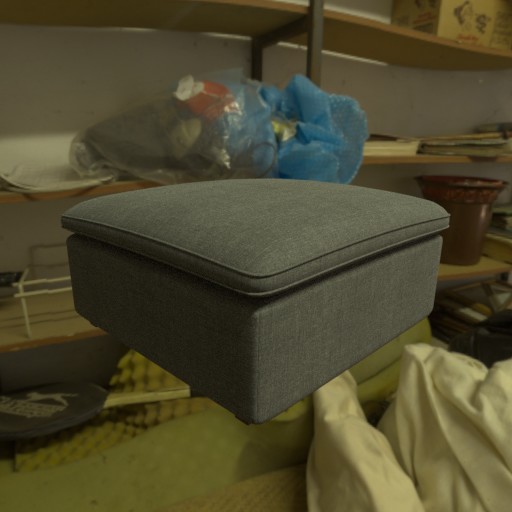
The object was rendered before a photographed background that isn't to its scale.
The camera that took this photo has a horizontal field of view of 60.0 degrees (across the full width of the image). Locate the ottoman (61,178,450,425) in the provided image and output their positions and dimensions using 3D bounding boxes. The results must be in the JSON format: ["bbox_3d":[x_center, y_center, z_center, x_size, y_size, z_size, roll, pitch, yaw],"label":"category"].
[{"bbox_3d":[0.000,0.000,1.700,1.067,0.559,1.067,15,22,43],"label":"ottoman"}]
